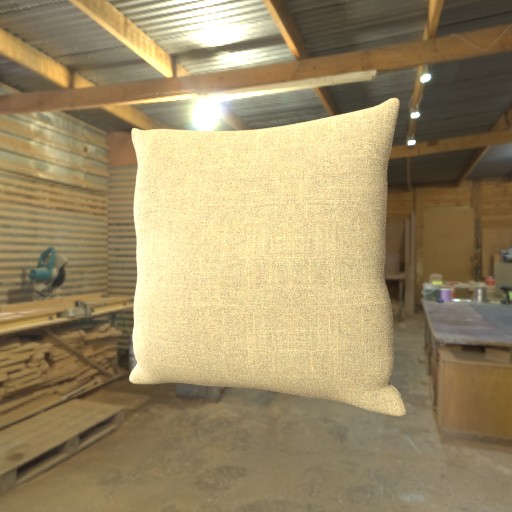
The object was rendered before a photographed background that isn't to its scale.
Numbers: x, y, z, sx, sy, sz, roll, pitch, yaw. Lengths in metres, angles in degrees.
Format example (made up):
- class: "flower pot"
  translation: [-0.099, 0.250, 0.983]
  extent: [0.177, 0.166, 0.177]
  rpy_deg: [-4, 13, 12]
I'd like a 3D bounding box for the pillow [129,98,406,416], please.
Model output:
- class: "pillow"
  translation: [0.000, 0.000, 0.682]
  extent: [0.439, 0.440, 0.182]
  rpy_deg: [0, 1, 18]
